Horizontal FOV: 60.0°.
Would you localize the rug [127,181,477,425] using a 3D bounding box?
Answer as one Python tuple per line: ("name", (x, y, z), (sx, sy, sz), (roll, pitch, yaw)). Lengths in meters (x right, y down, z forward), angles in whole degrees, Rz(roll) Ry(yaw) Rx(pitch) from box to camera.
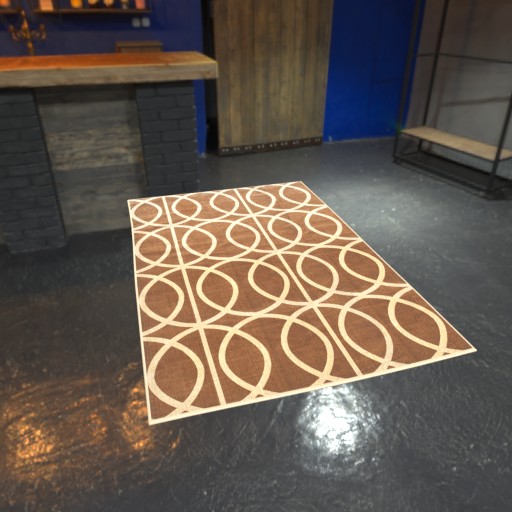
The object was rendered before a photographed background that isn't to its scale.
("rug", (0.000, 0.000, 2.851), (1.528, 0.014, 2.294), (-8, 32, -14))
